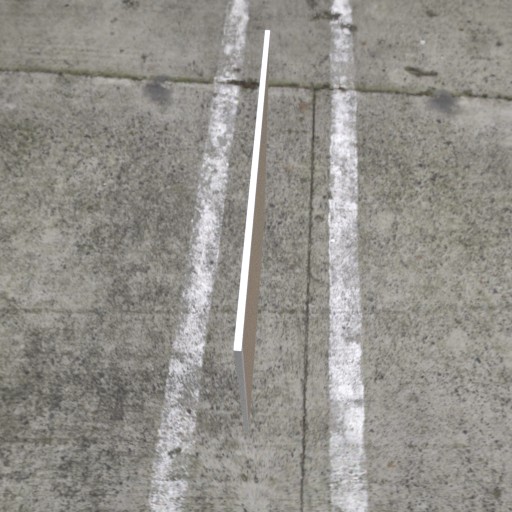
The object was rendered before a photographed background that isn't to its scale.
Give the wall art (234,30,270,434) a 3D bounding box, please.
[{"bbox_3d":[0.000,0.000,0.693,0.007,0.456,0.456,3,60,2],"label":"wall art"}]
